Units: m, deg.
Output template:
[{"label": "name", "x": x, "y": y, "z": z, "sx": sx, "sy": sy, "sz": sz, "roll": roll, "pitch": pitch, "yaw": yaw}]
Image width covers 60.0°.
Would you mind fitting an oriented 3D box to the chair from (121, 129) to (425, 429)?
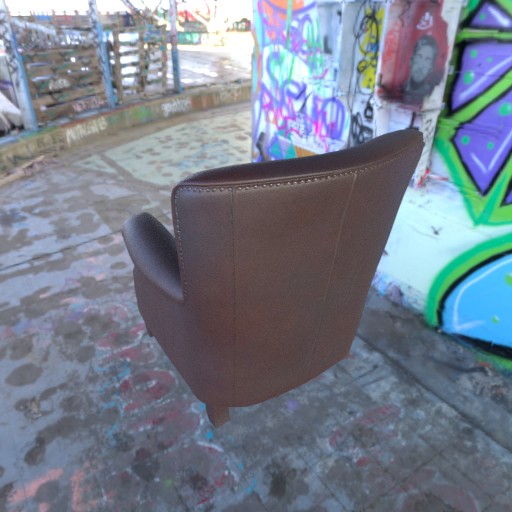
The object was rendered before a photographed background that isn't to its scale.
[{"label": "chair", "x": 0.000, "y": 0.000, "z": 1.341, "sx": 0.700, "sy": 0.800, "sz": 0.746, "roll": -18, "pitch": 35, "yaw": -29}]
